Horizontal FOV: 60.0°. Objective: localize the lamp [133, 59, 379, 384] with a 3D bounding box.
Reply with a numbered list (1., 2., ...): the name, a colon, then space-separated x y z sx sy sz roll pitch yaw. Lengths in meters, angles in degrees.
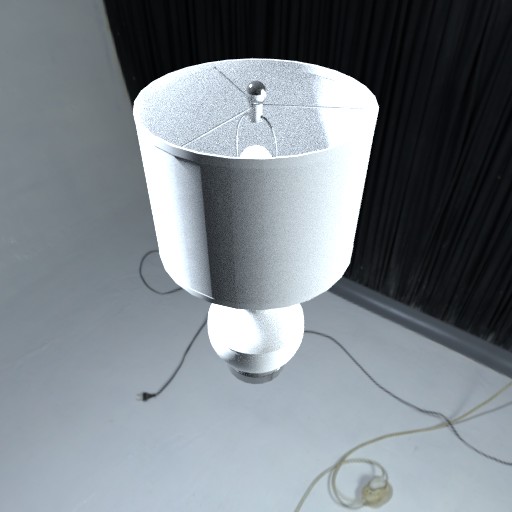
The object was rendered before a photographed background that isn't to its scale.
1. lamp: 0.000 0.000 0.861 0.357 0.673 0.357 26 48 26
